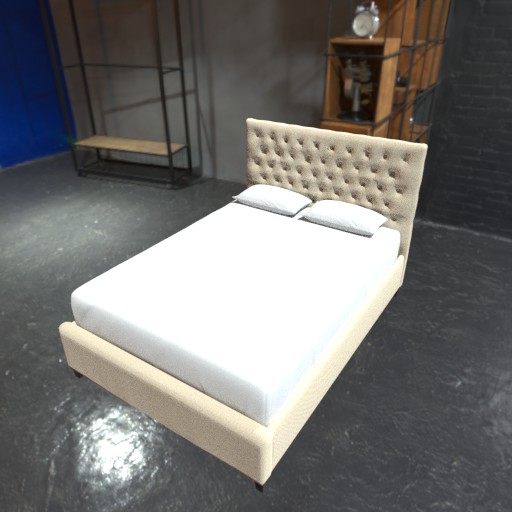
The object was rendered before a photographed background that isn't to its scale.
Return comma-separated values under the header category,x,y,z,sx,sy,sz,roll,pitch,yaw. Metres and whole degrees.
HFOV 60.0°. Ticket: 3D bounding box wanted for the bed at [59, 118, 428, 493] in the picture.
category,x,y,z,sx,sy,sz,roll,pitch,yaw
bed,0.000,0.000,3.343,1.698,1.427,2.387,18,34,29
